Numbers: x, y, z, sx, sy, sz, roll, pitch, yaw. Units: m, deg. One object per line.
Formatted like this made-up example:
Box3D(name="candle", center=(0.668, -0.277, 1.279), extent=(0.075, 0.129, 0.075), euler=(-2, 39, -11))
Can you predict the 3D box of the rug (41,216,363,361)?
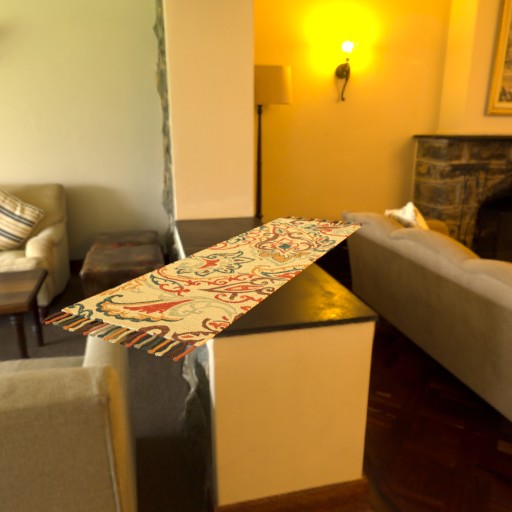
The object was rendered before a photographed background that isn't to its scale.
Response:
Box3D(name="rug", center=(0.000, 0.000, 2.908), extent=(0.763, 0.015, 2.682), euler=(8, 18, 26))
